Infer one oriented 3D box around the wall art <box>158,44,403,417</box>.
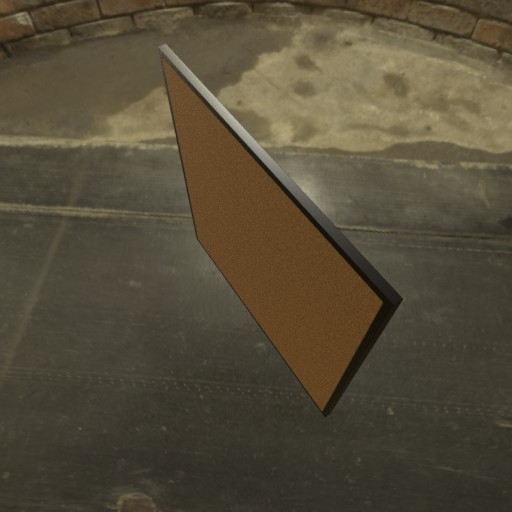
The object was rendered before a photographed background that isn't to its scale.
[{"bbox_3d":[0.000,0.000,0.688,0.012,0.458,0.457,-30,63,-17],"label":"wall art"}]
